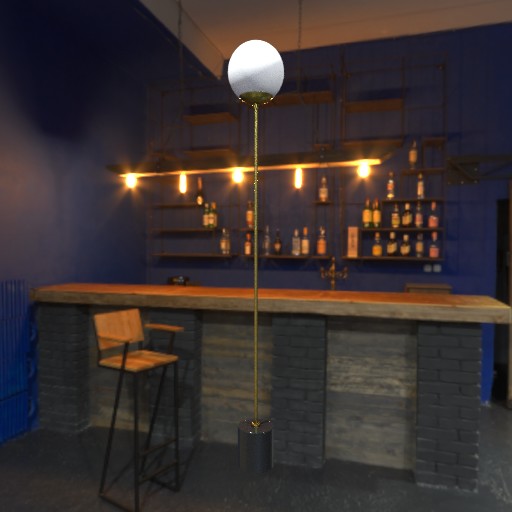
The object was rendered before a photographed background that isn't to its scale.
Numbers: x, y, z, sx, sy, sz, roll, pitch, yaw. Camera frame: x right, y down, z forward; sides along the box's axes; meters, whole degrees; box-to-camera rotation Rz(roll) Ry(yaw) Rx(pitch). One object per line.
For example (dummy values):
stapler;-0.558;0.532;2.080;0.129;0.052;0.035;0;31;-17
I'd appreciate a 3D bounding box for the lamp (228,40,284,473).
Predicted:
lamp;0.000;0.000;1.839;0.229;1.748;0.229;0;1;18
